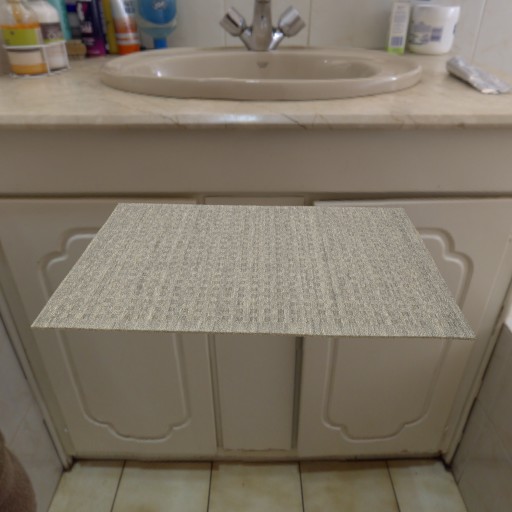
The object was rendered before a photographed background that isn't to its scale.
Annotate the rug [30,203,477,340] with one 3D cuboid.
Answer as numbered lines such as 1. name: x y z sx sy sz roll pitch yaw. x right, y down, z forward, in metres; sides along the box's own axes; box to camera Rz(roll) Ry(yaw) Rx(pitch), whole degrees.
1. rug: 0.000 0.000 2.915 2.297 0.018 1.532 1 32 2
